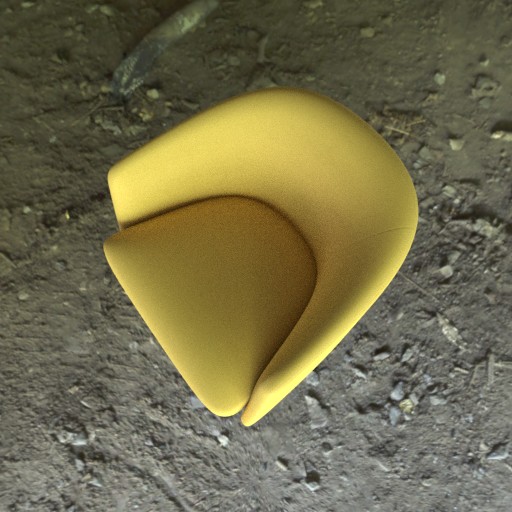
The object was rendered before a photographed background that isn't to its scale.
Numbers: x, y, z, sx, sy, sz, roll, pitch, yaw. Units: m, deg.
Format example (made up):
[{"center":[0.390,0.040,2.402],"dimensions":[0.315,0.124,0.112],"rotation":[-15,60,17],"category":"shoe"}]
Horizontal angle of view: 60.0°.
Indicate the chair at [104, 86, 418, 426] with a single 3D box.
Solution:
[{"center":[0.000,0.000,1.375],"dimensions":[0.767,0.698,0.773],"rotation":[-34,68,-16],"category":"chair"}]
